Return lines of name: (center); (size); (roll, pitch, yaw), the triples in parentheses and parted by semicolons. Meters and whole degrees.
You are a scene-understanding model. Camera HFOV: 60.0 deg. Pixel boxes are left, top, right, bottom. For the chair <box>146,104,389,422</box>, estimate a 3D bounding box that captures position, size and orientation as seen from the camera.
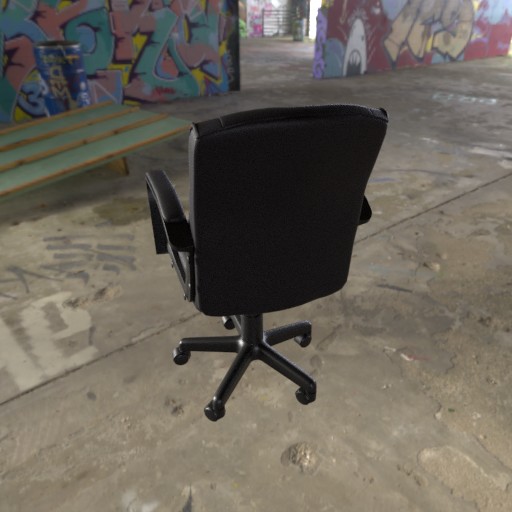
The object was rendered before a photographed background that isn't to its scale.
chair: (0.000, 0.000, 1.371); (0.576, 0.998, 0.641); (-9, 31, -16)
